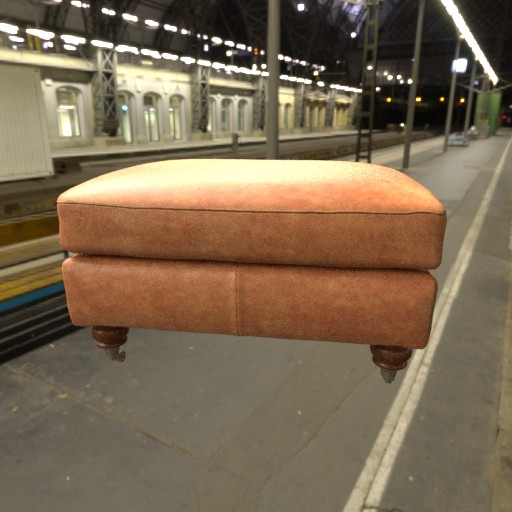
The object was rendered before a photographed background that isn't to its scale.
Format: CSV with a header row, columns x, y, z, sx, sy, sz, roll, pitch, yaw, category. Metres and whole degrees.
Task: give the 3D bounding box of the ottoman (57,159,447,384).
x,y,z,sx,sy,sz,roll,pitch,yaw,category
0.000,0.000,1.209,0.852,0.507,0.565,2,17,8,ottoman
